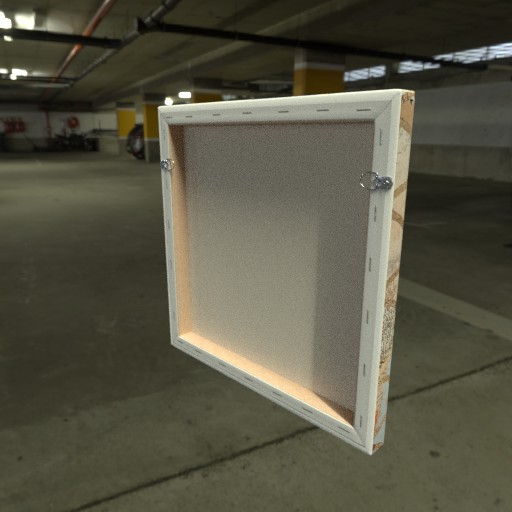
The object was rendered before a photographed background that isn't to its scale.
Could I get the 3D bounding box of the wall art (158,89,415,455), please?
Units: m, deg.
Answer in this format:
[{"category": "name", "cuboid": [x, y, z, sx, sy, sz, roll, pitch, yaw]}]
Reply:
[{"category": "wall art", "cuboid": [0.000, 0.000, 0.763, 0.507, 0.508, 0.038, 15, 21, 43]}]
